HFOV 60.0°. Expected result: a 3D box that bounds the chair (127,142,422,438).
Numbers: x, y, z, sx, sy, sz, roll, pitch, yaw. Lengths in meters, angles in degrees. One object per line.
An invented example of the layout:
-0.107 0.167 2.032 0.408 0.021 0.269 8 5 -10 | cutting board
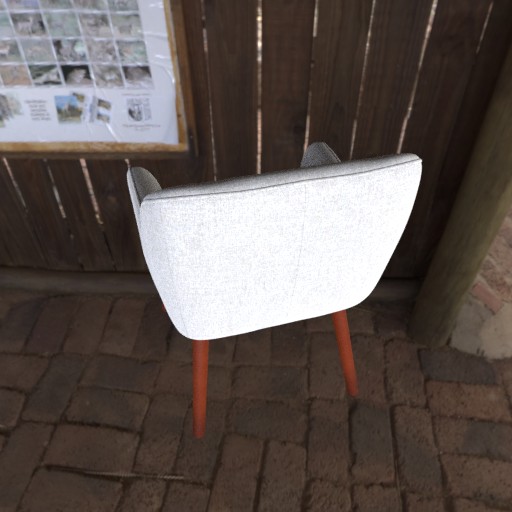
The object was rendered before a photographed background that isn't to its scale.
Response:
0.000 0.000 1.229 0.610 0.813 0.610 -11 41 -13 | chair
